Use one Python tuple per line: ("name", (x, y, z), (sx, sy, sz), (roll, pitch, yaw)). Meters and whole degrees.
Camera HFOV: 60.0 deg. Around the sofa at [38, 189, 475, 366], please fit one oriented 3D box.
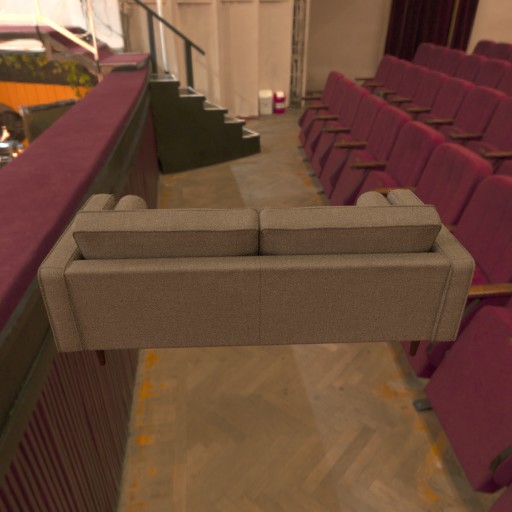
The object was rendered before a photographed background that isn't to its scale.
("sofa", (0.000, 0.000, 2.326), (1.879, 0.762, 0.914), (-1, 30, -2))
